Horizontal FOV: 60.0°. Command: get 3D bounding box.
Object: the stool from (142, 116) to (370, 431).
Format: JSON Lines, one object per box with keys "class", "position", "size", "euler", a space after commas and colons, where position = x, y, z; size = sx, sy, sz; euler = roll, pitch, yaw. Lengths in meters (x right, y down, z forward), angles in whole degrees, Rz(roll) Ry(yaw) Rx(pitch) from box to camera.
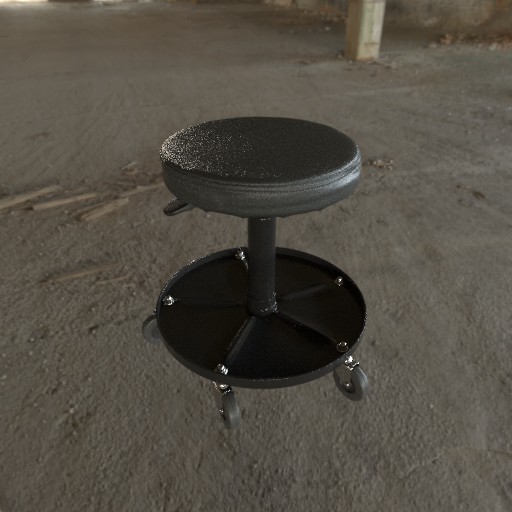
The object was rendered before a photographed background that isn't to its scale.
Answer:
{"class": "stool", "position": [0.000, 0.000, 0.698], "size": [0.382, 0.365, 0.381], "euler": [-11, 34, -16]}
